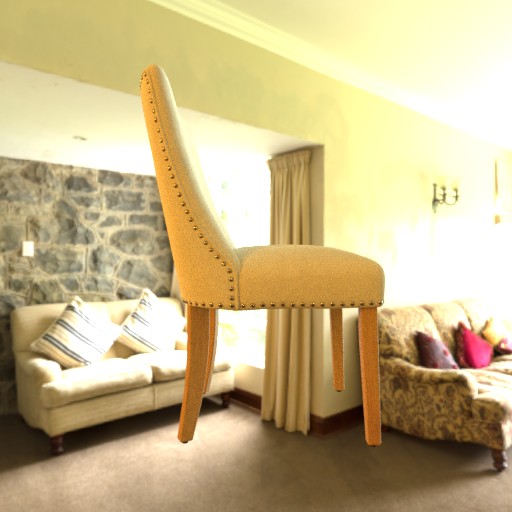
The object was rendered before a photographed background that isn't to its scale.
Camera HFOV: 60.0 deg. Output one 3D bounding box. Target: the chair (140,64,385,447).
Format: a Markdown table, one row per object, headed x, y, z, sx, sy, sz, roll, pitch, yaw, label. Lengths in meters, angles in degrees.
| x | y | z | sx | sy | sz | roll | pitch | yaw | label |
| --- | --- | --- | --- | --- | --- | --- | --- | --- | --- |
| 0.000 | 0.000 | 1.261 | 0.610 | 0.902 | 0.495 | 0 | 0 | 0 | chair |
